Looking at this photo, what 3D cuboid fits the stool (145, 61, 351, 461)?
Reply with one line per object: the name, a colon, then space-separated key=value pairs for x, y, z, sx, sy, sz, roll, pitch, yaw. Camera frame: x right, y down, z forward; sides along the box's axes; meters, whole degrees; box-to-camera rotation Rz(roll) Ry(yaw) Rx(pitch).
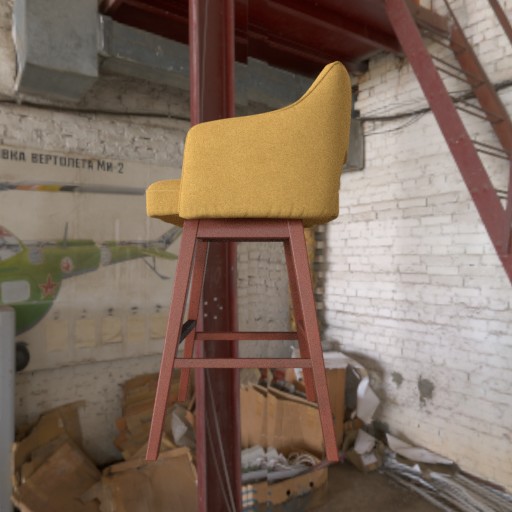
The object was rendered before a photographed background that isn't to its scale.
stool: x=0.000 y=0.000 z=1.327 sx=0.558 sy=1.012 sz=0.548 roll=0 pitch=0 yaw=0
